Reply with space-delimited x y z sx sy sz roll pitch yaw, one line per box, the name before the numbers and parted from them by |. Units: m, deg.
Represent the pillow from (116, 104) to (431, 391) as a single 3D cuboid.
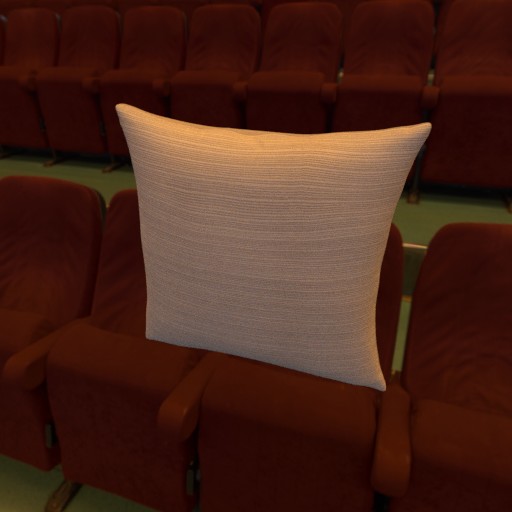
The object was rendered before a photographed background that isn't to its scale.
pillow | 0.000 0.000 0.793 0.512 0.497 0.204 8 28 16
